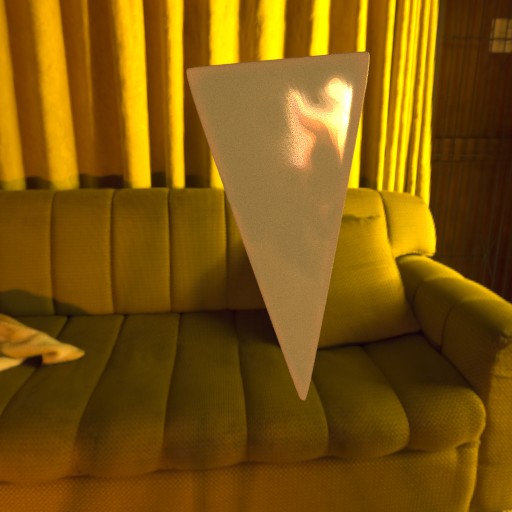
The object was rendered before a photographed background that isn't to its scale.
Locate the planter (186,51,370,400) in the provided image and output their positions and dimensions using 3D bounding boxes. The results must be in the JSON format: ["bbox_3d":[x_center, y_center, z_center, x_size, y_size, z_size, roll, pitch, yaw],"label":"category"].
[{"bbox_3d":[0.000,0.000,0.218,0.064,0.178,0.080,-7,17,-26],"label":"planter"}]
